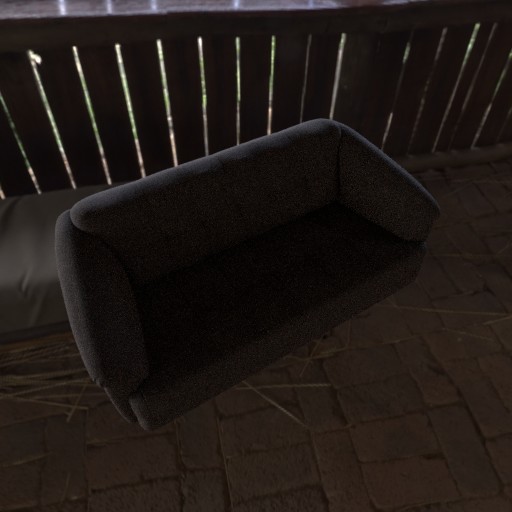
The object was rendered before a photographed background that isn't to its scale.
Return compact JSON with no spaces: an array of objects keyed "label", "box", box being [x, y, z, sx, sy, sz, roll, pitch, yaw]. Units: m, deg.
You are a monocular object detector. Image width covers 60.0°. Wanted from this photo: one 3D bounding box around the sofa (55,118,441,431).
[{"label":"sofa","box":[0.000,0.000,2.266,1.849,0.790,0.887,-25,51,-22]}]
